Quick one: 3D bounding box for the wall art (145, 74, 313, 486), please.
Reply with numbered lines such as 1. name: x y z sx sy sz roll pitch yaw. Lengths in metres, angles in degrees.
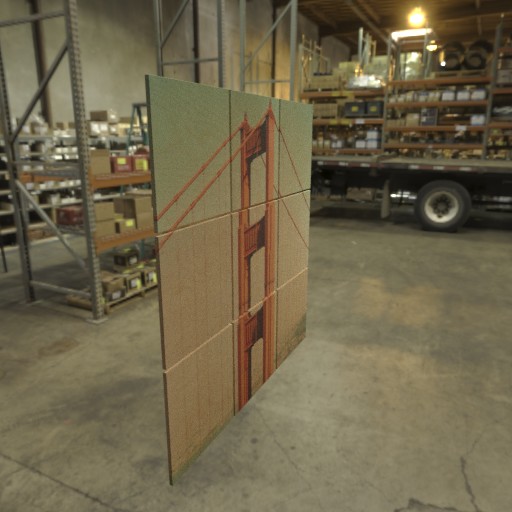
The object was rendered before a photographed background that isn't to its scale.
1. wall art: 0.000 0.000 1.776 0.013 1.219 1.214 7 17 25
